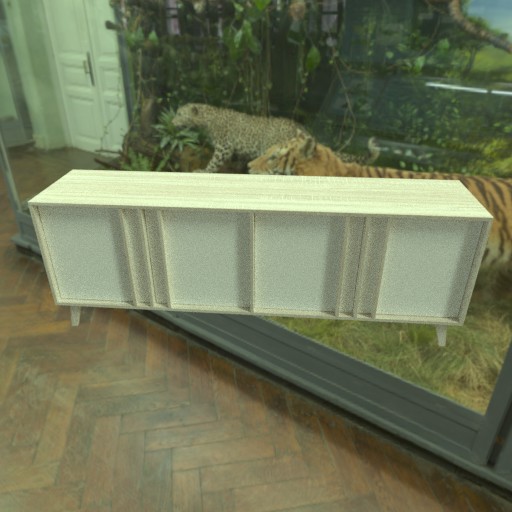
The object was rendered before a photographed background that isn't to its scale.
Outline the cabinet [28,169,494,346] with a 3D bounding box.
[{"bbox_3d":[0.000,0.000,2.493,2.200,0.780,0.500,2,29,4],"label":"cabinet"}]
